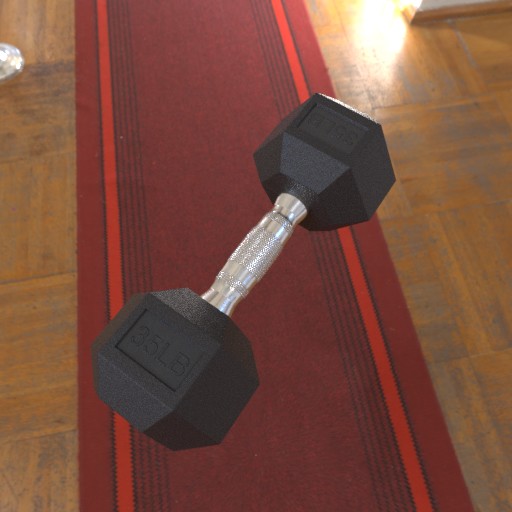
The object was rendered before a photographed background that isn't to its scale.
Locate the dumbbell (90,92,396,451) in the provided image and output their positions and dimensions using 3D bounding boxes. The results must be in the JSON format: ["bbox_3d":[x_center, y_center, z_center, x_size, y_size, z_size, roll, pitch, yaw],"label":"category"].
[{"bbox_3d":[0.000,0.000,0.424,0.141,0.123,0.356,32,70,13],"label":"dumbbell"}]
